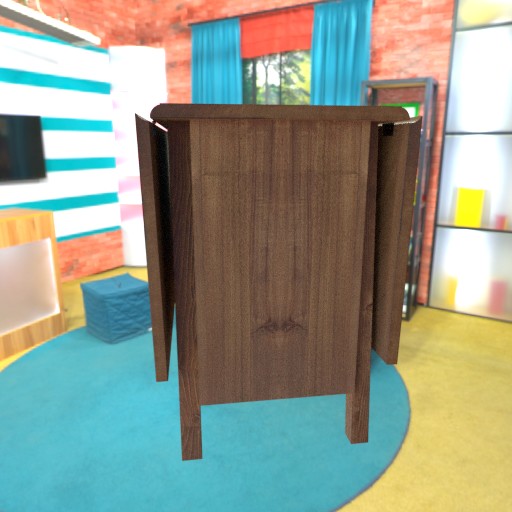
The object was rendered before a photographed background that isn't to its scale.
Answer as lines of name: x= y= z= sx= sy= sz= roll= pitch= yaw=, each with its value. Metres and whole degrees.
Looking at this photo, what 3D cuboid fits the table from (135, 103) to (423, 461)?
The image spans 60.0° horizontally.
table: x=0.000 y=0.000 z=1.637 sx=0.701 sy=0.981 sz=0.967 roll=-2 pitch=14 yaw=-8
